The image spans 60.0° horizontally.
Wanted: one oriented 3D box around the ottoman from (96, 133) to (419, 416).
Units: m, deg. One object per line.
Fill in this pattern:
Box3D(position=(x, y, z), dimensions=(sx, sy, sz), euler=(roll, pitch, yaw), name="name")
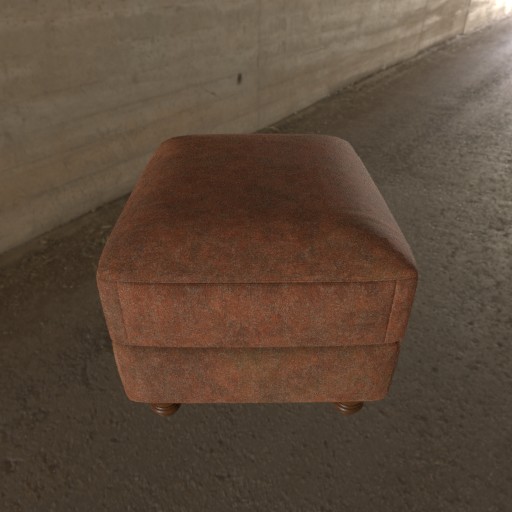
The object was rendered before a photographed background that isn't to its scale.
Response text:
Box3D(position=(0.000, 0.000, 1.186), dimensions=(0.635, 0.508, 0.787), euler=(0, 33, 0), name="ottoman")
